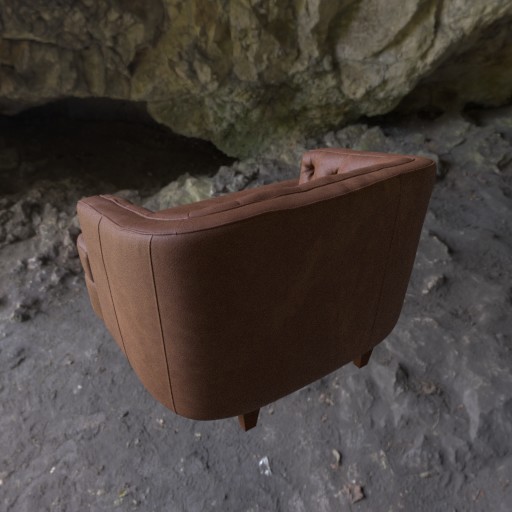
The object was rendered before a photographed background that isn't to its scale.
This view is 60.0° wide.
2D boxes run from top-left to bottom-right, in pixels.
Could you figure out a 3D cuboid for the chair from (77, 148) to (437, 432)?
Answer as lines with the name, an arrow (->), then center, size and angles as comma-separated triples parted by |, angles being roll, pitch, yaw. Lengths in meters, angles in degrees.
chair -> 0.000, 0.000, 1.683 | 1.119, 0.836, 0.911 | -18, 35, -29
